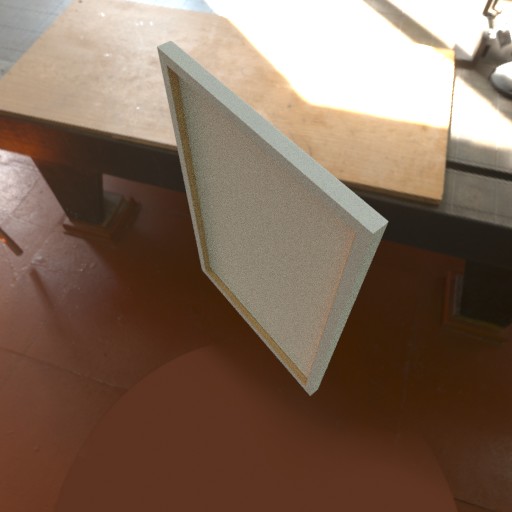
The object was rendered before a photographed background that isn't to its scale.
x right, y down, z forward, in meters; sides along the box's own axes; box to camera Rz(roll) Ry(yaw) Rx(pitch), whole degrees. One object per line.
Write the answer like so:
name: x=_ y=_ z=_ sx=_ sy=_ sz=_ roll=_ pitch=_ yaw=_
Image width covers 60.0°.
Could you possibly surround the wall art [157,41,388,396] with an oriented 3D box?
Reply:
wall art: x=0.000 y=0.000 z=1.183 sx=0.038 sy=0.912 sz=0.607 roll=-34 pitch=64 yaw=-20
